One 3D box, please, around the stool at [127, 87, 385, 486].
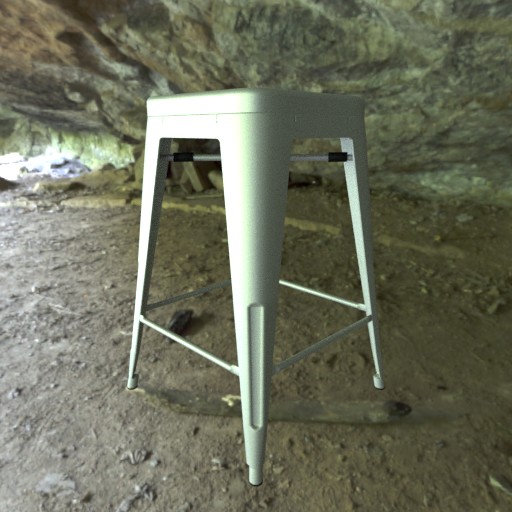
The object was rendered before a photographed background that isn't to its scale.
[{"bbox_3d":[0.000,0.000,0.898,0.410,0.608,0.410,-15,22,-43],"label":"stool"}]
